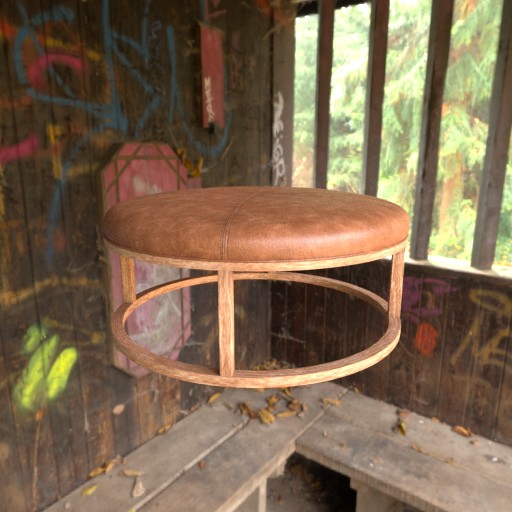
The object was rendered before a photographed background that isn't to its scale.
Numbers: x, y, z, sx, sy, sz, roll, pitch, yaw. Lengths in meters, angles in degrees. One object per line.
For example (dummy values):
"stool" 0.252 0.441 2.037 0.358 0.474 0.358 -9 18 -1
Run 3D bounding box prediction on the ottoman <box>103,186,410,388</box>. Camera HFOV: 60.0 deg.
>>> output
"ottoman" 0.000 0.000 1.552 1.006 0.445 1.006 0 14 0
